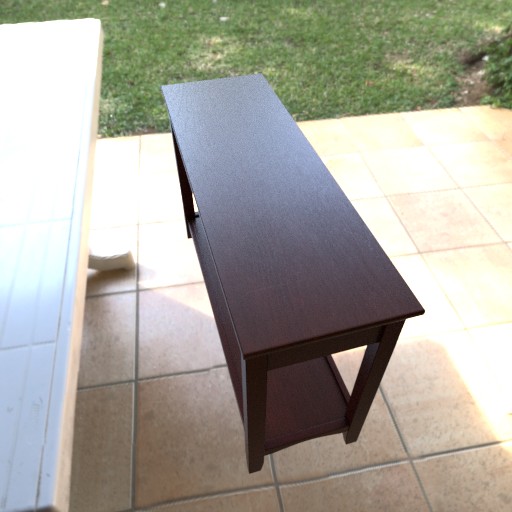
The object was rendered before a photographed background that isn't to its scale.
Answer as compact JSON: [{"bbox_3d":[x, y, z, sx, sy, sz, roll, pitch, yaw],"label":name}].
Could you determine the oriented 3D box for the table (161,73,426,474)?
[{"bbox_3d":[0.000,0.000,1.536,0.392,0.739,1.188,-12,47,-11],"label":"table"}]
